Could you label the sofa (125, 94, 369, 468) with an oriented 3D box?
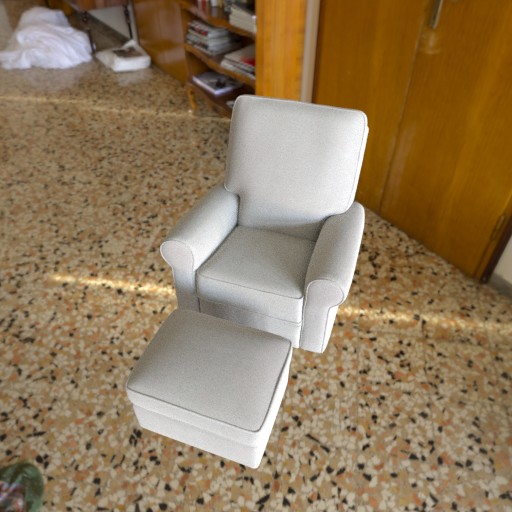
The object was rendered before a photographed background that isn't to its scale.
[{"bbox_3d":[0.000,0.000,2.019,0.880,0.959,1.478,13,44,14],"label":"sofa"}]
